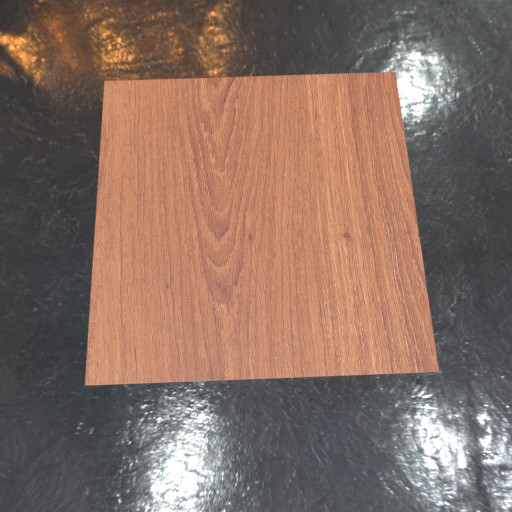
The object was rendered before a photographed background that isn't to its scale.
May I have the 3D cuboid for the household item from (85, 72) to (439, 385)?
[{"bbox_3d":[0.000,0.000,0.747,0.400,0.400,0.400,-2,74,-1],"label":"household item"}]
